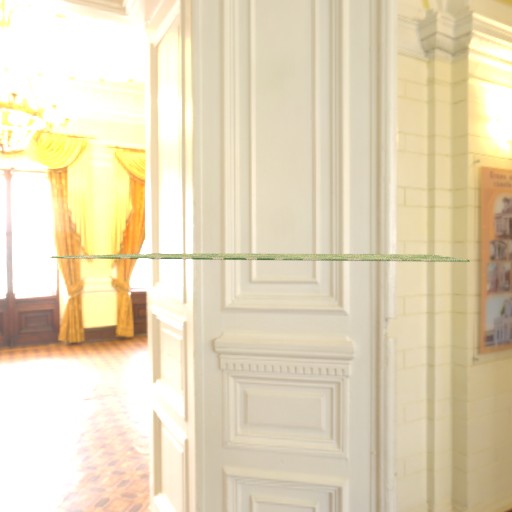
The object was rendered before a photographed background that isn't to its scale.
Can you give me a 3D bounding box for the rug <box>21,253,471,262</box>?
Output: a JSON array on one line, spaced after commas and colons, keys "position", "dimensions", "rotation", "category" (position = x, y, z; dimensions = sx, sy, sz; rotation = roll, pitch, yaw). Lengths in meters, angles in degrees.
[{"position": [0.000, 0.000, 2.302], "dimensions": [1.826, 0.006, 1.220], "rotation": [0, 1, 16], "category": "rug"}]
